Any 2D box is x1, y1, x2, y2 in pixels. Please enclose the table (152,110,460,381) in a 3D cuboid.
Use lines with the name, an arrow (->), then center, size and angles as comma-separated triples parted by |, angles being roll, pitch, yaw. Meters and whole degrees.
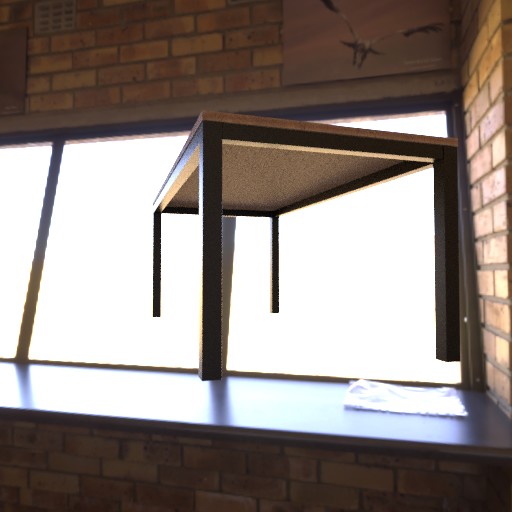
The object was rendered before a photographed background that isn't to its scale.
table -> 0.000, 0.000, 2.245 | 0.893, 0.767, 1.805 | 1, -2, -18
